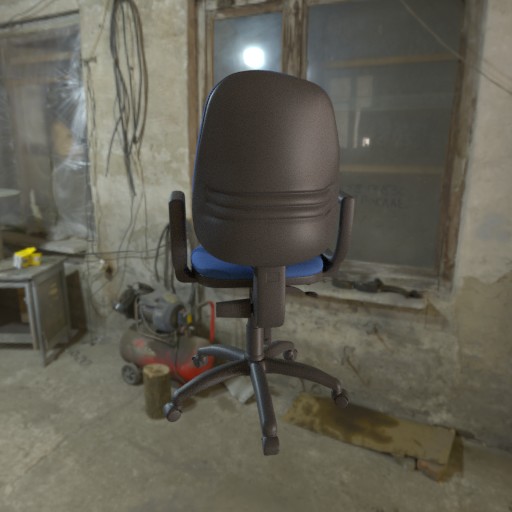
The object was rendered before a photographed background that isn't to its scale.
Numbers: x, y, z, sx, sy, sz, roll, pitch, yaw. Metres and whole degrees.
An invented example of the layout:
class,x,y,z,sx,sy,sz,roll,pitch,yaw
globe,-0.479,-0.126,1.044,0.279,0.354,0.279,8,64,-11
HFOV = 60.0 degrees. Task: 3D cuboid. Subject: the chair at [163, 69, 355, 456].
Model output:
class,x,y,z,sx,sy,sz,roll,pitch,yaw
chair,0.000,0.000,1.248,0.552,0.905,0.549,-2,14,-8
